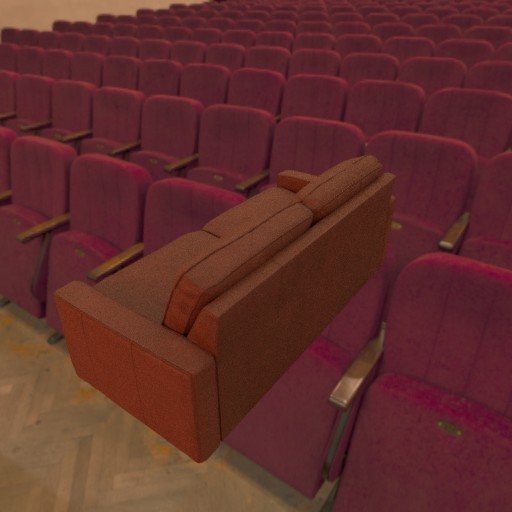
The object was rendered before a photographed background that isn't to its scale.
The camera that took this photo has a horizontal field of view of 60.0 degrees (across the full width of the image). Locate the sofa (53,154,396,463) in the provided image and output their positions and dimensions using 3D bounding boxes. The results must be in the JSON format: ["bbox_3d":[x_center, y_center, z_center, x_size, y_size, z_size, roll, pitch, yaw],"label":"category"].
[{"bbox_3d":[0.000,0.000,2.629,0.940,0.919,2.080,21,37,30],"label":"sofa"}]
